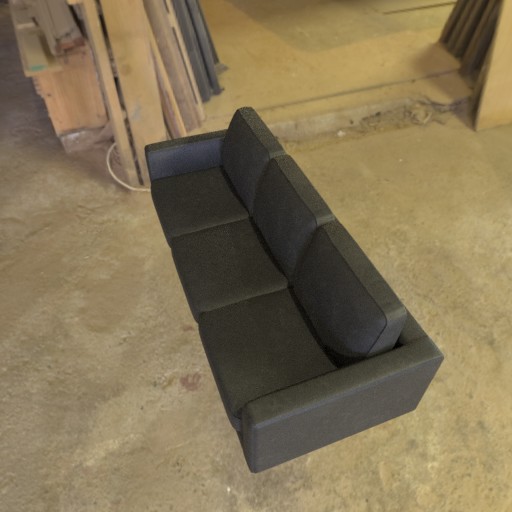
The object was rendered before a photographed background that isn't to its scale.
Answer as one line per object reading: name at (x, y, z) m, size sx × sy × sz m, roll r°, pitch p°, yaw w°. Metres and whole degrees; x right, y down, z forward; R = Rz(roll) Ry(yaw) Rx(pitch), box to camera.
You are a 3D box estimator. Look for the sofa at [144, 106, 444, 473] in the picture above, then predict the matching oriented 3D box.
sofa at (0.000, 0.000, 2.511) m, size 0.879 × 0.899 × 2.029 m, roll -15°, pitch 48°, yaw -14°
